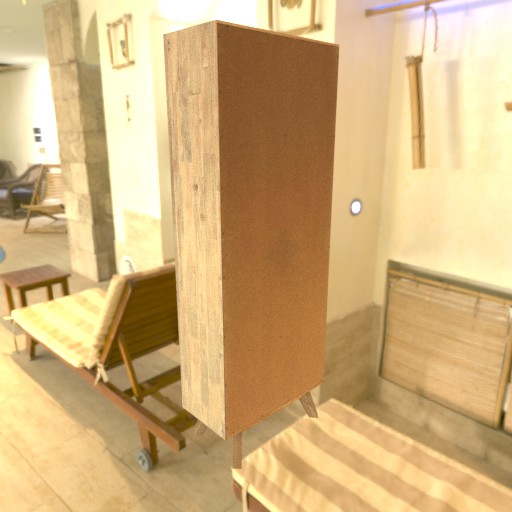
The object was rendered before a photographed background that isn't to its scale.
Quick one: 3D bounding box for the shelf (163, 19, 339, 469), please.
[{"bbox_3d":[0.000,0.000,1.507,0.491,1.342,0.267,-14,21,-41],"label":"shelf"}]
